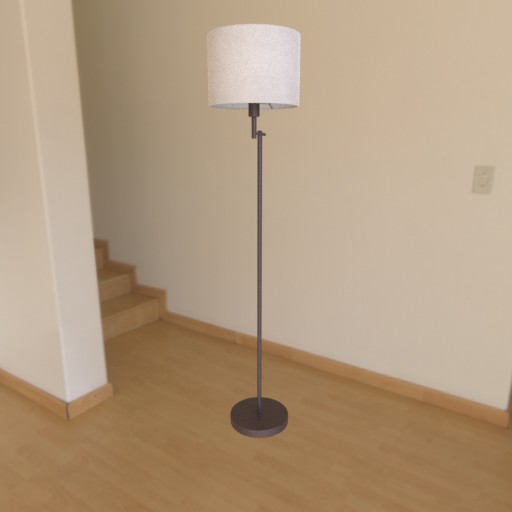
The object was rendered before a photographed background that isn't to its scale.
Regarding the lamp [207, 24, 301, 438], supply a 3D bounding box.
[{"bbox_3d":[0.000,0.000,1.779,0.324,1.600,0.416,2,14,9],"label":"lamp"}]
